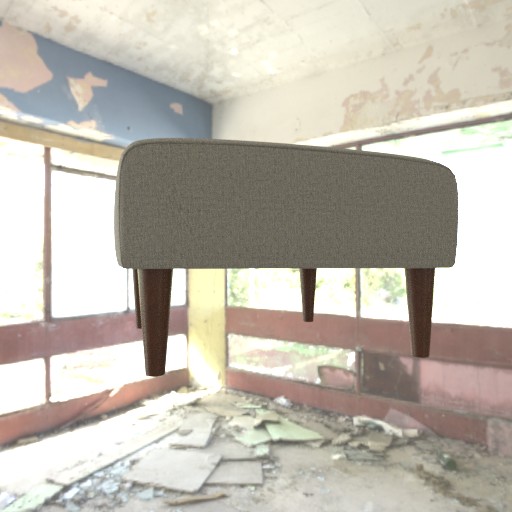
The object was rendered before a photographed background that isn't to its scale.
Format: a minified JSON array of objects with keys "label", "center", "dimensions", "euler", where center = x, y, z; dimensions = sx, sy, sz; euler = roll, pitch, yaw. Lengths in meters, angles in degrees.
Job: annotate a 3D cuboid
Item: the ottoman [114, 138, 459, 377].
[{"label":"ottoman","center":[0.000,0.000,1.061],"dimensions":[0.648,0.399,0.655],"euler":[0,-1,-17]}]
